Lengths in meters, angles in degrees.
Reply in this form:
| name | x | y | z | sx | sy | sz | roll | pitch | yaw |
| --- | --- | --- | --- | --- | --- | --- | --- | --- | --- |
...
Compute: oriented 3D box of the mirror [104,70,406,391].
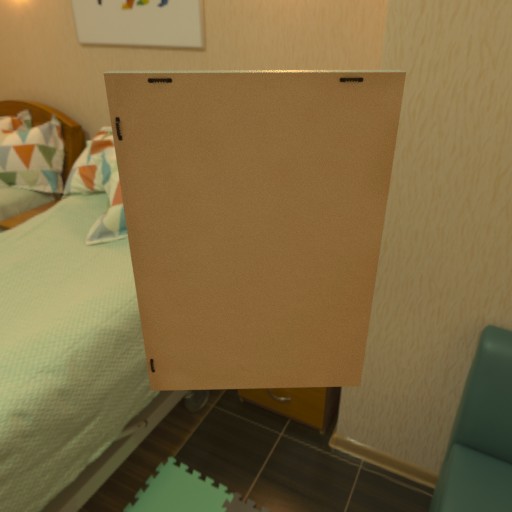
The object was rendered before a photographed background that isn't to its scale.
| name | x | y | z | sx | sy | sz | roll | pitch | yaw |
| --- | --- | --- | --- | --- | --- | --- | --- | --- | --- |
| mirror | 0.000 | 0.000 | 0.920 | 0.507 | 0.710 | 0.039 | -1 | 28 | -2 |
